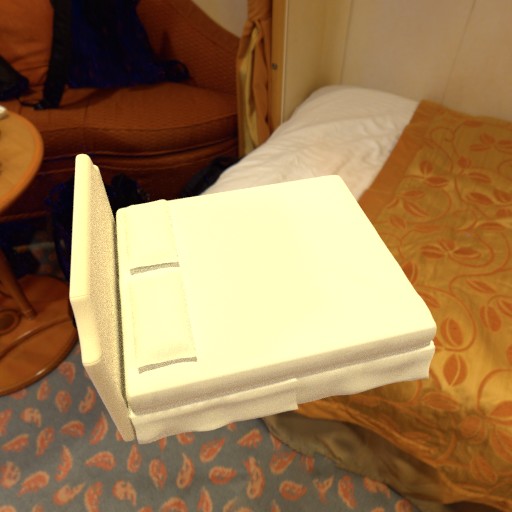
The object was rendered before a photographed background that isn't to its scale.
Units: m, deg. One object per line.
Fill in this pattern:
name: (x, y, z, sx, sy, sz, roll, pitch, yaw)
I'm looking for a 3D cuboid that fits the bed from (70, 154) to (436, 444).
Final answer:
bed: (0.000, 0.000, 4.052, 2.773, 1.590, 2.350, -10, 47, -10)
